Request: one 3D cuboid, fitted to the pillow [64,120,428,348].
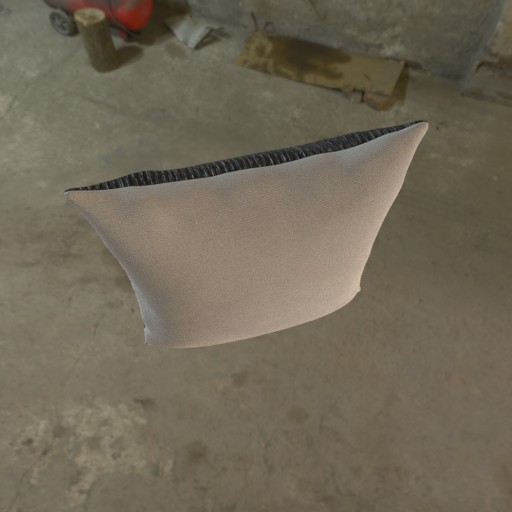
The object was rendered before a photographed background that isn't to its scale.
[{"bbox_3d":[0.000,0.000,0.686,0.433,0.434,0.196,-13,58,-8],"label":"pillow"}]
